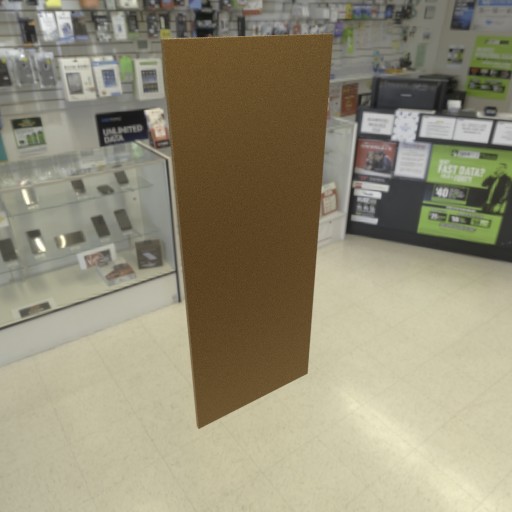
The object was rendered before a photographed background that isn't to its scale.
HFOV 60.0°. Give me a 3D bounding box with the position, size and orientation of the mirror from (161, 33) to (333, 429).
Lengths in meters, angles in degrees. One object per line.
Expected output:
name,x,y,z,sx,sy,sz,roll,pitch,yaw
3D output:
mirror,0.000,0.000,2.283,0.812,2.031,0.025,-18,33,-29
